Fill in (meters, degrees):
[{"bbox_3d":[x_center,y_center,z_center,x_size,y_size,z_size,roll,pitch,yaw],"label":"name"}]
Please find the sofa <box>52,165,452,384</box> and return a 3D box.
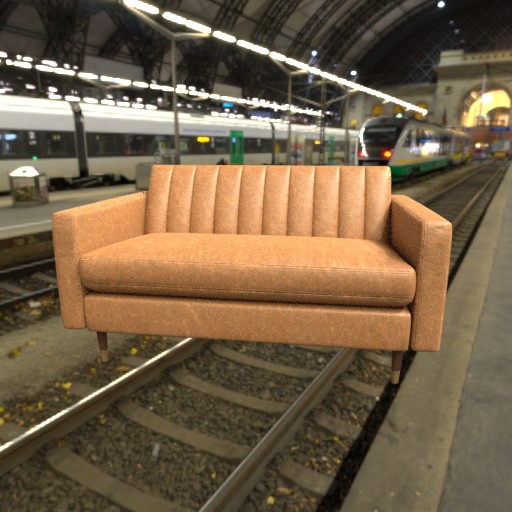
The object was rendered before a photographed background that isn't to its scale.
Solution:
[{"bbox_3d":[0.000,0.000,2.122,1.549,0.820,0.960,2,14,8],"label":"sofa"}]
